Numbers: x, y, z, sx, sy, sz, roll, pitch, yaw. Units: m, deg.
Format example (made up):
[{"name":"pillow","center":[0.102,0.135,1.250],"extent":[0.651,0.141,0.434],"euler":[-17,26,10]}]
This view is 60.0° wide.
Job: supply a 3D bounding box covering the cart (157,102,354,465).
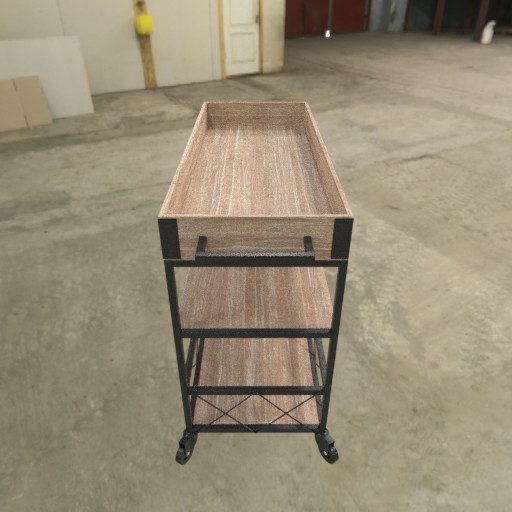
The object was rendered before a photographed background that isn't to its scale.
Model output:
[{"name":"cart","center":[0.000,0.000,1.507],"extent":[0.500,0.787,1.101],"euler":[0,32,0]}]
